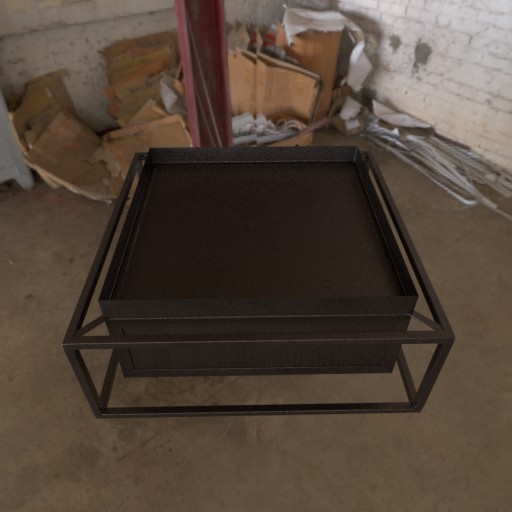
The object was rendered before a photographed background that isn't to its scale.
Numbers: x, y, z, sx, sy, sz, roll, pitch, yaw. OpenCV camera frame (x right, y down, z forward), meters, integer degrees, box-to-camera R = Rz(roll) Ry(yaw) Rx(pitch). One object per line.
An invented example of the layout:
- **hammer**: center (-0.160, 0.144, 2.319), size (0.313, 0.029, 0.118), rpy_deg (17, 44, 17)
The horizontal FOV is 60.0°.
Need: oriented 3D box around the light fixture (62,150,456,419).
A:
- **light fixture**: center (0.000, 0.000, 0.705), size (0.441, 0.191, 0.441), rpy_deg (-1, 41, -1)
